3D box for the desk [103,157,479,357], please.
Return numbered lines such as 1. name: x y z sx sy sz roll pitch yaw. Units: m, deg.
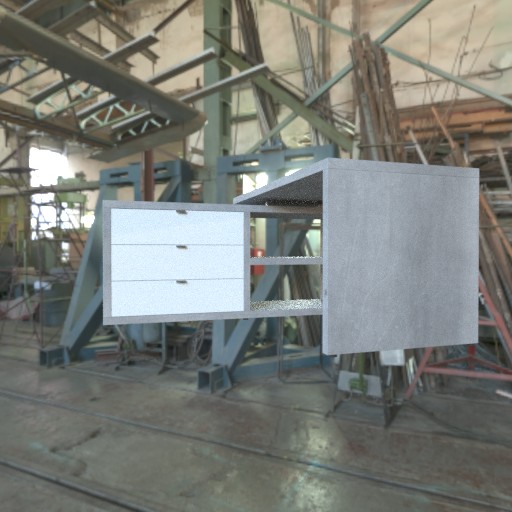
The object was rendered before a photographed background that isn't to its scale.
1. desk: 0.000 0.000 2.283 1.500 0.740 1.400 0 1 -18
